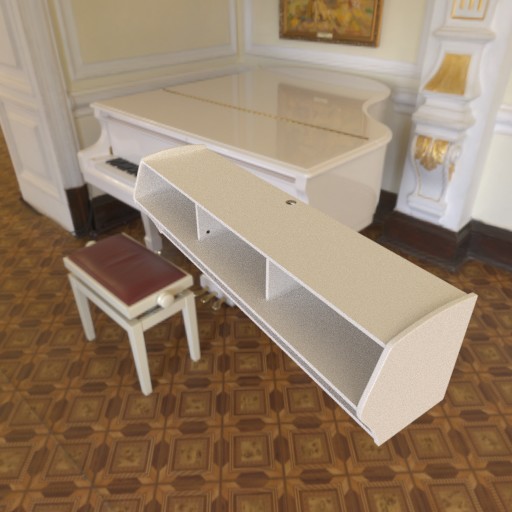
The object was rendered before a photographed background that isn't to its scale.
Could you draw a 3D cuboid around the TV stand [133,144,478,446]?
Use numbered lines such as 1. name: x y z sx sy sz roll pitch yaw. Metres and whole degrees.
1. TV stand: 0.000 0.000 1.678 0.397 0.424 1.473 -20 38 -28
